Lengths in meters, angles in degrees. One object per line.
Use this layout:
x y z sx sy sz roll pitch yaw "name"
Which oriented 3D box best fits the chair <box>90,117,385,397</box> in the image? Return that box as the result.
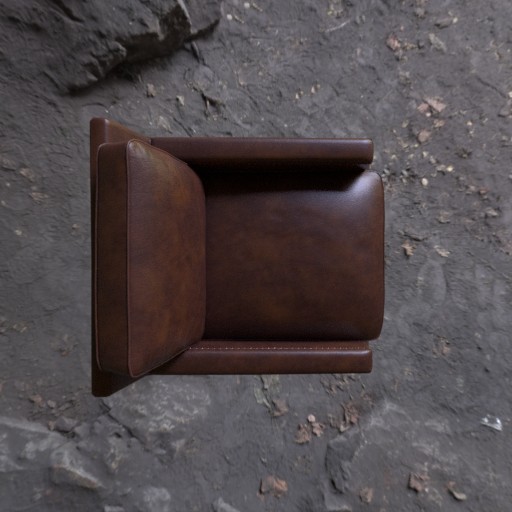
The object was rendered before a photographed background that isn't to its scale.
0.000 0.000 1.677 1.014 0.929 0.853 0 91 -1 "chair"
